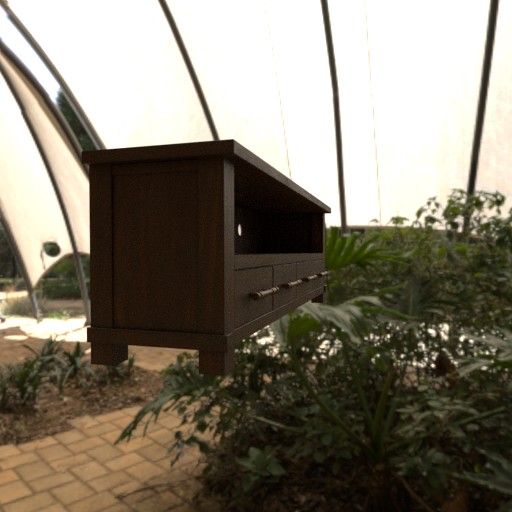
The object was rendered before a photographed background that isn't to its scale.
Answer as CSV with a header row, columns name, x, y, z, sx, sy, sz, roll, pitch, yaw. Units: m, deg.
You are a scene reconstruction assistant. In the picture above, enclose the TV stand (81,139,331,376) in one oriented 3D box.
name,x,y,z,sx,sy,sz,roll,pitch,yaw
TV stand,0.000,0.000,2.082,0.471,0.615,1.866,0,1,17
